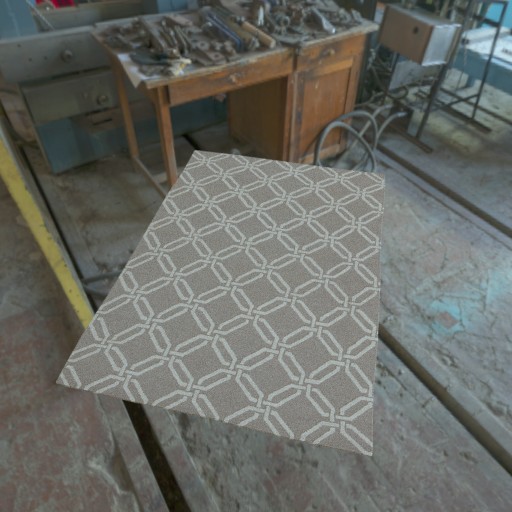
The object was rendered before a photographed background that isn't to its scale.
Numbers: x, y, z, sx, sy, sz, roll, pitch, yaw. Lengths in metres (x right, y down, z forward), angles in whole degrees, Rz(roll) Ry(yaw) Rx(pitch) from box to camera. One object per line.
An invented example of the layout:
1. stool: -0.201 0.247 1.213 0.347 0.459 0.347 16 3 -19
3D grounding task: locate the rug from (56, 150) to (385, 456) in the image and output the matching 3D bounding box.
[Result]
1. rug: 0.000 0.000 2.745 1.524 0.013 2.135 9 46 9
